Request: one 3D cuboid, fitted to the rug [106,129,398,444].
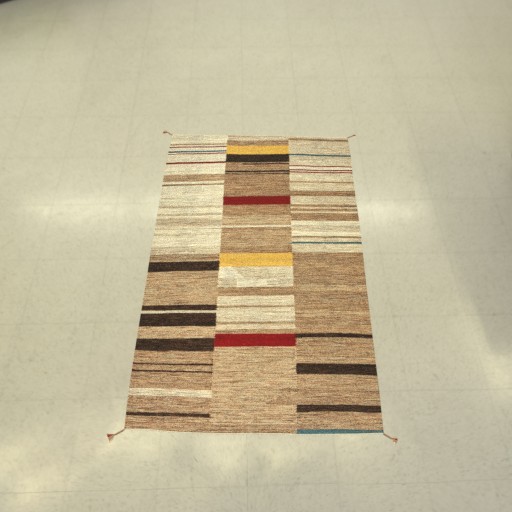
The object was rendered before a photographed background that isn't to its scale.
[{"bbox_3d":[0.000,0.000,2.400,1.268,0.007,1.918,1,59,1],"label":"rug"}]
